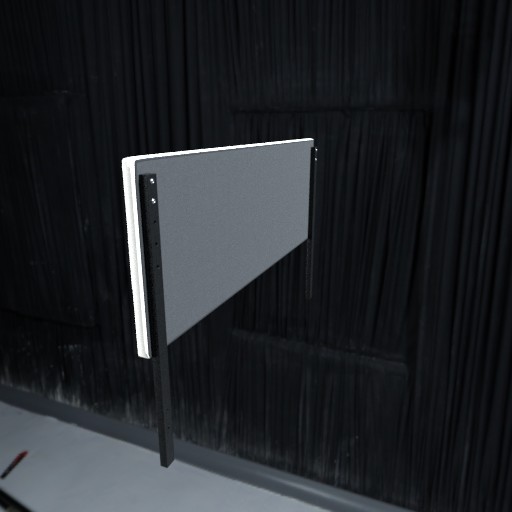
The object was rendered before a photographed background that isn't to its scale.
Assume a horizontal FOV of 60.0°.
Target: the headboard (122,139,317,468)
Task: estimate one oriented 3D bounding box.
[{"bbox_3d":[0.000,0.000,2.887,0.120,1.410,2.362,7,18,23],"label":"headboard"}]
